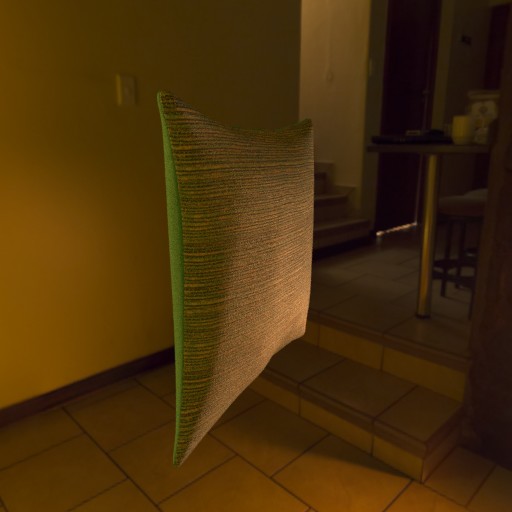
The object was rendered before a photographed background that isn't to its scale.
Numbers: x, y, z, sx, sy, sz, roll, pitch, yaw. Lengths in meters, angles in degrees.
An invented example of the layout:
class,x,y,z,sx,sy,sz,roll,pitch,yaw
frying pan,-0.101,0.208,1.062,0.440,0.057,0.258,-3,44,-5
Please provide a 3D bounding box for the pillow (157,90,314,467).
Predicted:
class,x,y,z,sx,sy,sz,roll,pitch,yaw
pillow,0.000,0.000,0.777,0.150,0.497,0.514,7,15,25
